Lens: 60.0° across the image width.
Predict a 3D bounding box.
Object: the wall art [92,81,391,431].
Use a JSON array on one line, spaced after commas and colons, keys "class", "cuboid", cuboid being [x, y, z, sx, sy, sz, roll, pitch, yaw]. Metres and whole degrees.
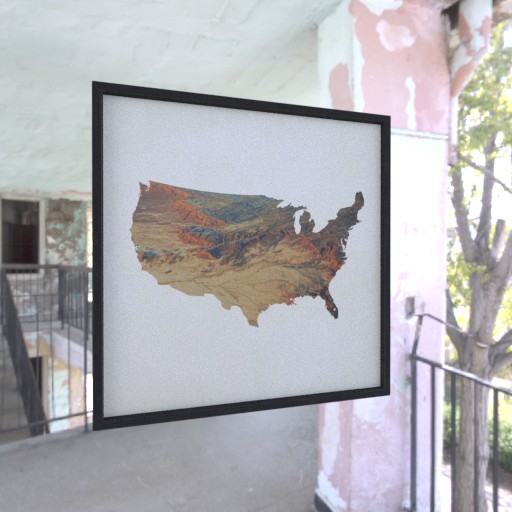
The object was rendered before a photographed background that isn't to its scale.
[{"class": "wall art", "cuboid": [0.000, 0.000, 0.439, 0.304, 0.303, 0.015, 0, 0, -19]}]
